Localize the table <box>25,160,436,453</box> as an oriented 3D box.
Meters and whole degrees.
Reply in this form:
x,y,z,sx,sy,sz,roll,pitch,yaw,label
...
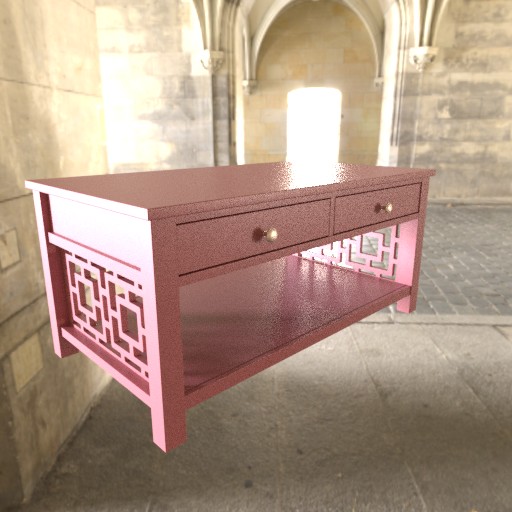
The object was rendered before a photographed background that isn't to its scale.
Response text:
x,y,z,sx,sy,sz,roll,pitch,yaw,label
0.000,0.000,1.357,1.068,0.493,0.612,-15,22,-42,table
